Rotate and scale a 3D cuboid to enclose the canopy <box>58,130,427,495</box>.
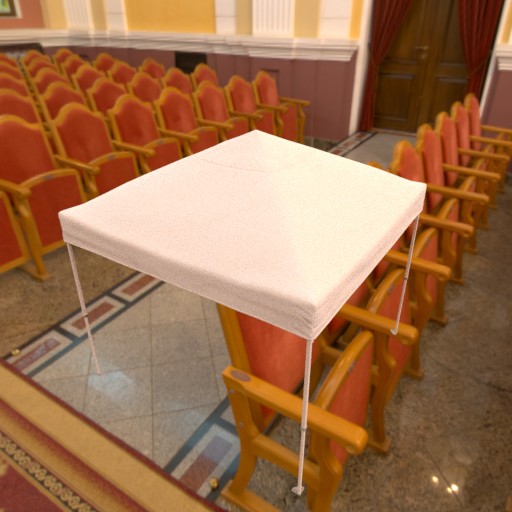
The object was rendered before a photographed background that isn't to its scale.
[{"bbox_3d":[0.000,0.000,5.326,2.996,2.997,2.998,18,34,29],"label":"canopy"}]
